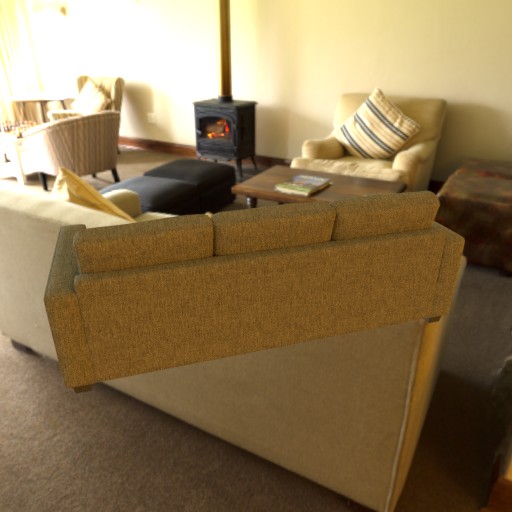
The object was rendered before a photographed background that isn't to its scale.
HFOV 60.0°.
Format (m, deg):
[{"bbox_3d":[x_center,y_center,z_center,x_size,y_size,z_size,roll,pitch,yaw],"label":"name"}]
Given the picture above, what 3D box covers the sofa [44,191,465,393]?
[{"bbox_3d":[0.000,0.000,2.593,2.160,0.800,0.900,-8,27,-15],"label":"sofa"}]
